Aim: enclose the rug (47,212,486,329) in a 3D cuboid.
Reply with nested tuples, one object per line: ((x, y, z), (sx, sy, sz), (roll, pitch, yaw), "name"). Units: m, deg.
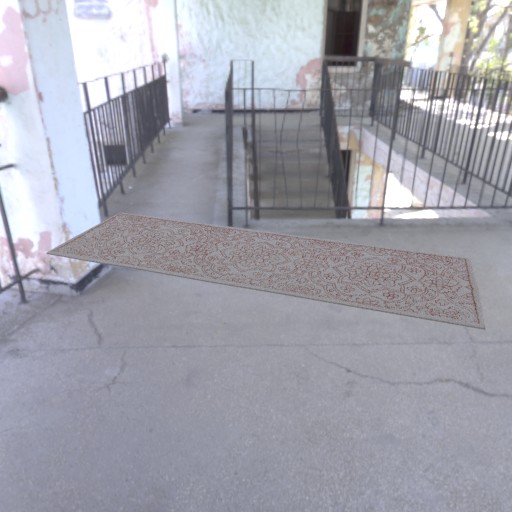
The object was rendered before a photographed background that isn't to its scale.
((0.000, 0.000, 2.665), (2.448, 0.012, 0.769), (8, 27, 17), "rug")
